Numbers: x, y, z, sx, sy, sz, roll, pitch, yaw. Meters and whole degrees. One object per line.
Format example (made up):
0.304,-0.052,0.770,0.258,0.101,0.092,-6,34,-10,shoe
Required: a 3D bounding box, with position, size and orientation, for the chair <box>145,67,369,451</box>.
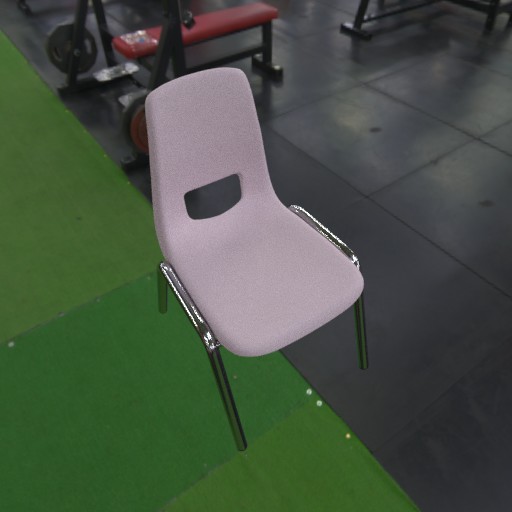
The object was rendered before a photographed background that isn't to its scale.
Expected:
0.000,0.000,0.869,0.354,0.586,0.423,-25,51,-22,chair
